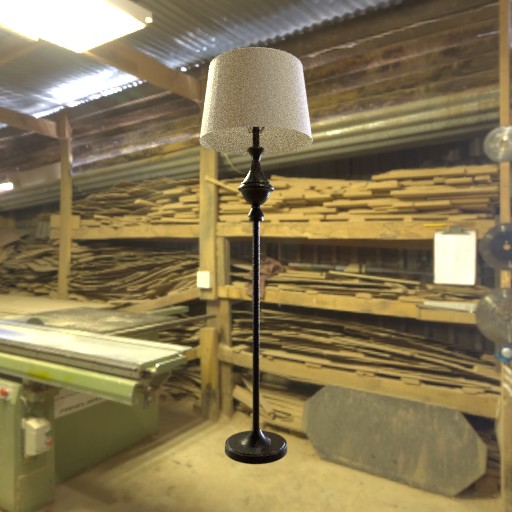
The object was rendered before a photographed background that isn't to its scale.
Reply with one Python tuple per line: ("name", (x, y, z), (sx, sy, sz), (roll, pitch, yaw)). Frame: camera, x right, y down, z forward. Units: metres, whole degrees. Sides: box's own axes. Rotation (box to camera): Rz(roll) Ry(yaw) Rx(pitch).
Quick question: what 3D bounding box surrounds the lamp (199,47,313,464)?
("lamp", (0.000, 0.000, 1.696), (0.431, 1.484, 0.431), (0, 0, 0))
